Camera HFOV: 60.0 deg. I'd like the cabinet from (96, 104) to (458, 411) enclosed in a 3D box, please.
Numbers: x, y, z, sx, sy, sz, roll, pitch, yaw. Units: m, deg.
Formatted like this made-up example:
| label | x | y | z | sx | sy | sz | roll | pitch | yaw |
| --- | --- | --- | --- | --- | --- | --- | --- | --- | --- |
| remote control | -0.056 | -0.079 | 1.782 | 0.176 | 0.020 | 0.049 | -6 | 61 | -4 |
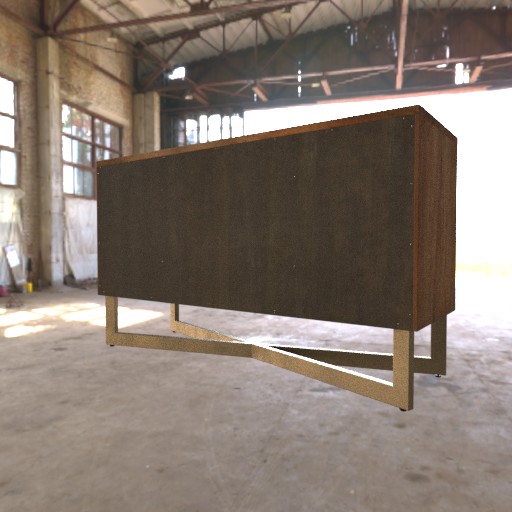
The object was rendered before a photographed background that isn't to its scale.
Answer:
| label | x | y | z | sx | sy | sz | roll | pitch | yaw |
| --- | --- | --- | --- | --- | --- | --- | --- | --- | --- |
| cabinet | 0.000 | 0.000 | 1.736 | 1.373 | 0.812 | 0.480 | 1 | 2 | 36 |
